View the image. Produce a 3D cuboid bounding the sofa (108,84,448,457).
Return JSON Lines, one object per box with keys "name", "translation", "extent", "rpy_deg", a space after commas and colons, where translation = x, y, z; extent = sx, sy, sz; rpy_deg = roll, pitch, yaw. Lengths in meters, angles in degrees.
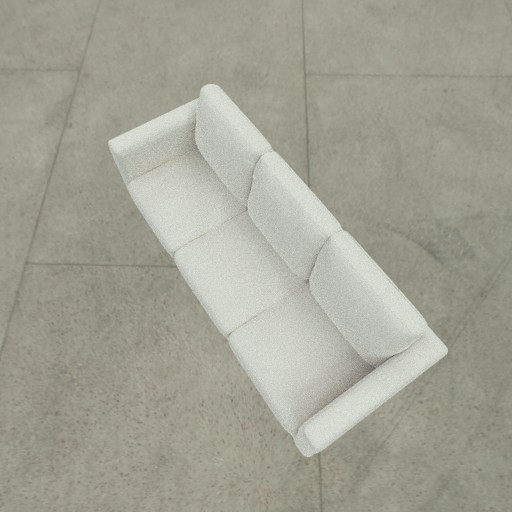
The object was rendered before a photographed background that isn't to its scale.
{"name": "sofa", "translation": [0.000, 0.000, 2.531], "extent": [0.802, 0.912, 2.029], "rpy_deg": [-31, 67, -15]}
